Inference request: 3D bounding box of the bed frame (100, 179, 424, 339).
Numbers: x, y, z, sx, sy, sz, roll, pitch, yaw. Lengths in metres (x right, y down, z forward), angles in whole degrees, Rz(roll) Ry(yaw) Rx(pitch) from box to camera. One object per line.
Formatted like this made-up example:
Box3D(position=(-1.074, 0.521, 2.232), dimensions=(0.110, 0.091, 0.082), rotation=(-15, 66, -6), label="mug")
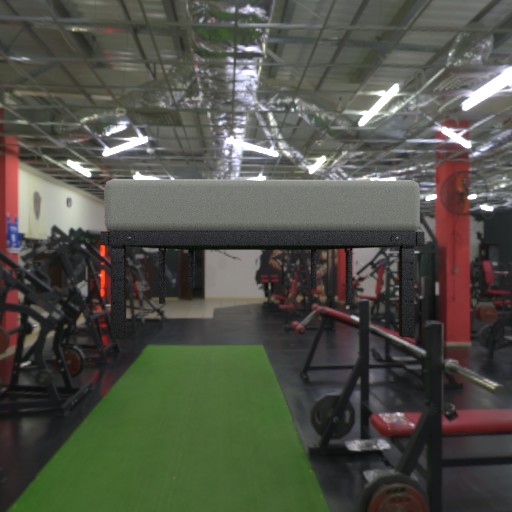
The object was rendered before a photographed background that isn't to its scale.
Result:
Box3D(position=(0.000, 0.000, 3.193), dimensions=(1.393, 0.680, 2.635), rotation=(0, 0, -1), label="bed frame")
